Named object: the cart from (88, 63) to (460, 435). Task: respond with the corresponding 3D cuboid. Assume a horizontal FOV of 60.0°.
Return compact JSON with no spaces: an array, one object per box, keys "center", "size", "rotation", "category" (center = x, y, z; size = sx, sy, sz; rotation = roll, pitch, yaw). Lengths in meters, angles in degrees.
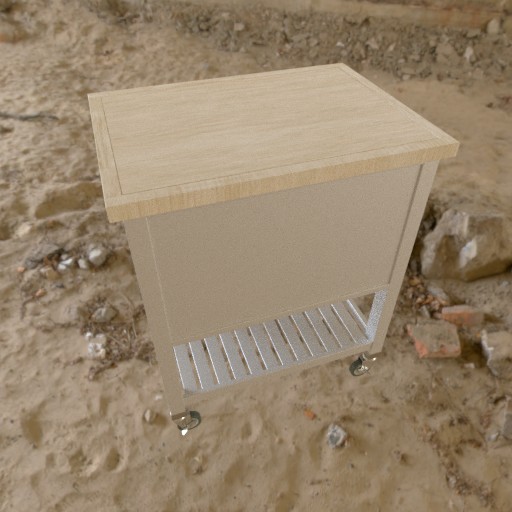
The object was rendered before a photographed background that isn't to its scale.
[{"center":[0.000,0.000,1.386],"size":[0.762,0.914,0.559],"rotation":[-13,43,-14],"category":"cart"}]
